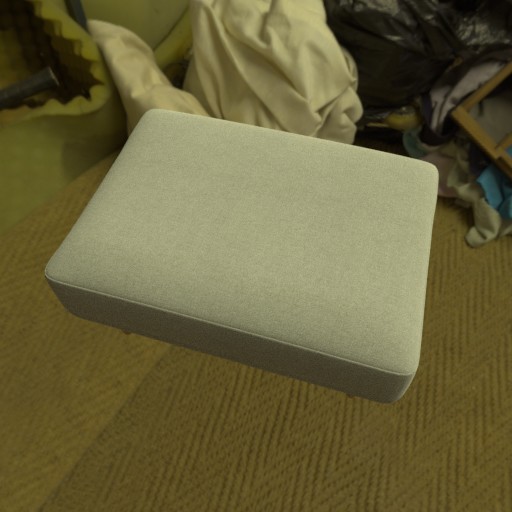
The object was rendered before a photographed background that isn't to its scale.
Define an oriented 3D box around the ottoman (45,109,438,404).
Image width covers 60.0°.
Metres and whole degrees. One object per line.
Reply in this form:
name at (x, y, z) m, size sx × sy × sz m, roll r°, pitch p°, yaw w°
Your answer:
ottoman at (0.000, 0.000, 1.078) m, size 0.749 × 0.428 × 0.549 m, roll 14°, pitch 58°, yaw 9°
